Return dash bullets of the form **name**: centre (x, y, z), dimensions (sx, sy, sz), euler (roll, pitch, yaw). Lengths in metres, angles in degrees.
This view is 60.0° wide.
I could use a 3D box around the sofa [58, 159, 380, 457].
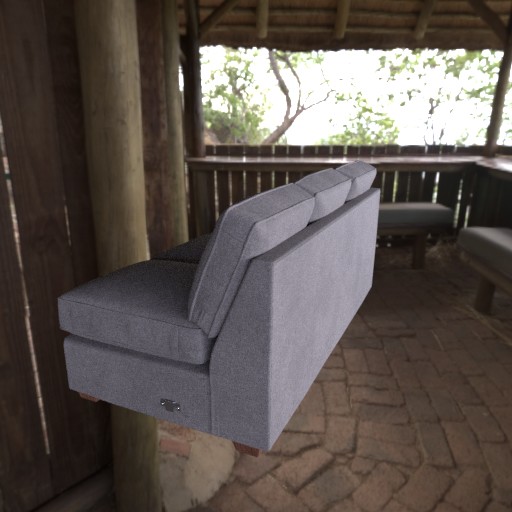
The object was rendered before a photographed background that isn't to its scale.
- **sofa**: centre (0.000, 0.000, 2.521), dimensions (1.027, 0.973, 1.962), euler (7, 18, 24)
